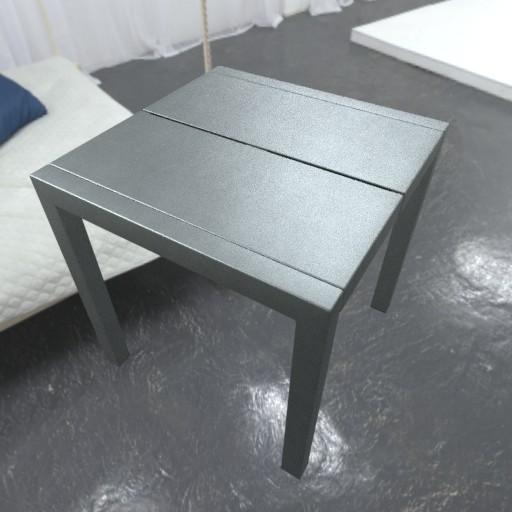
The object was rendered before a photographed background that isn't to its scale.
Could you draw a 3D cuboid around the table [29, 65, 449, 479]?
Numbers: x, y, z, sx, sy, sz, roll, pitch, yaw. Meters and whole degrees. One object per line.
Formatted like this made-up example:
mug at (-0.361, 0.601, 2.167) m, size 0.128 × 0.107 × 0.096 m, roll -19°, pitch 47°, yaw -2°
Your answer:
table at (0.000, 0.000, 0.914) m, size 0.508 × 0.508 × 0.508 m, roll 23°, pitch 49°, yaw 22°
